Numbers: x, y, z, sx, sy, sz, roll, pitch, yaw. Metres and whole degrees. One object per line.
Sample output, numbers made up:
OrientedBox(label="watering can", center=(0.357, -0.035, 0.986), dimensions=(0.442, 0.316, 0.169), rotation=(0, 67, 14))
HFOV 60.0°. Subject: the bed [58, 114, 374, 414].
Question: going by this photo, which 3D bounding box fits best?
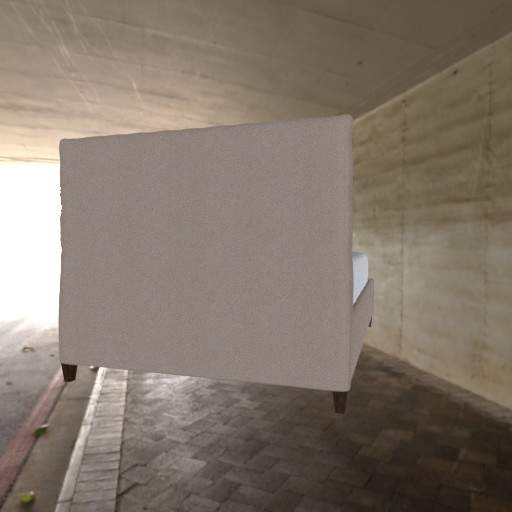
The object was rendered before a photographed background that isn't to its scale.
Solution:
OrientedBox(label="bed", center=(0.000, 0.000, 3.453), dimensions=(1.698, 1.427, 2.387), rotation=(1, 2, 18))
